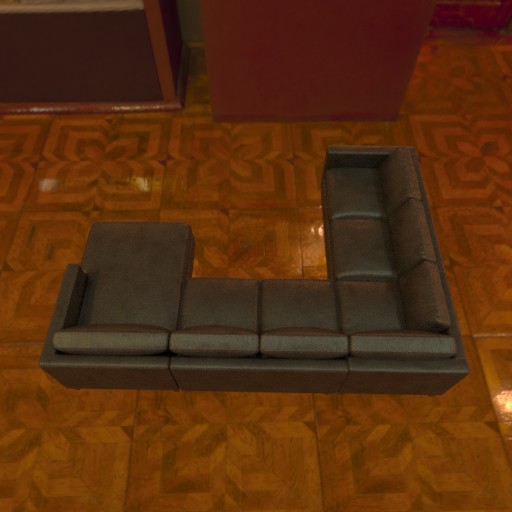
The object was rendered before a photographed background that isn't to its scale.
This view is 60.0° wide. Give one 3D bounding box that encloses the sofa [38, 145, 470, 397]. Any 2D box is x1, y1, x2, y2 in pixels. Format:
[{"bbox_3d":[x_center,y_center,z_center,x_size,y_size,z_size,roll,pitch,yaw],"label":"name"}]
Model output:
[{"bbox_3d":[0.000,0.000,4.291,3.324,0.891,2.452,1,57,1],"label":"sofa"}]
